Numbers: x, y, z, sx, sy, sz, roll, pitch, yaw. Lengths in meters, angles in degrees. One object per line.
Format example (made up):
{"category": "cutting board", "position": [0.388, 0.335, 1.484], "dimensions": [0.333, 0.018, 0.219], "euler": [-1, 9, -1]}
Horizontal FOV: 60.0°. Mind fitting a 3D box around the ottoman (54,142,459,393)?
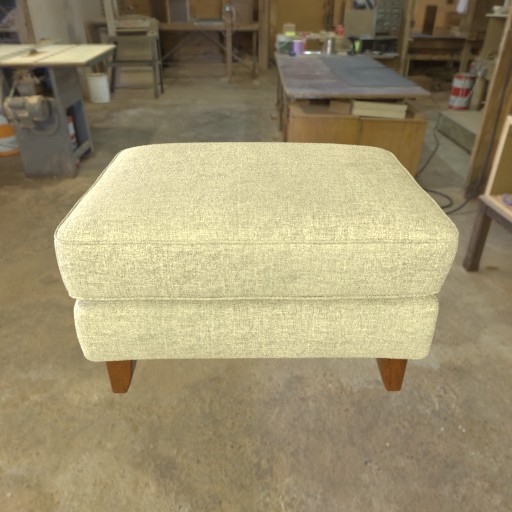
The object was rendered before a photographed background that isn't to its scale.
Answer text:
{"category": "ottoman", "position": [0.000, 0.000, 1.297], "dimensions": [0.889, 0.561, 0.661], "euler": [0, 31, 0]}
